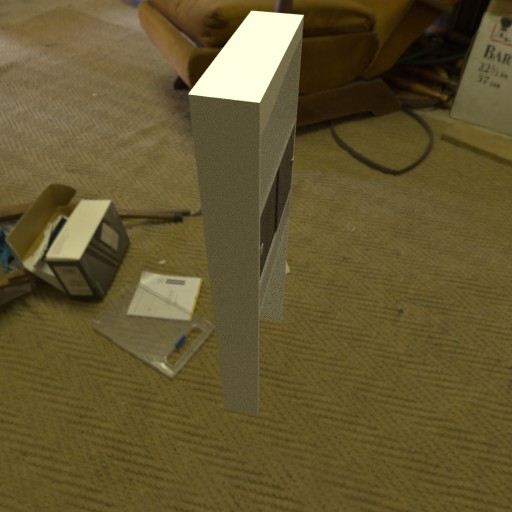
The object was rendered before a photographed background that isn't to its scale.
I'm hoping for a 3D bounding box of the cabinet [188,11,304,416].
[{"bbox_3d":[0.000,0.000,1.951,0.192,1.770,0.643,10,47,10],"label":"cabinet"}]
